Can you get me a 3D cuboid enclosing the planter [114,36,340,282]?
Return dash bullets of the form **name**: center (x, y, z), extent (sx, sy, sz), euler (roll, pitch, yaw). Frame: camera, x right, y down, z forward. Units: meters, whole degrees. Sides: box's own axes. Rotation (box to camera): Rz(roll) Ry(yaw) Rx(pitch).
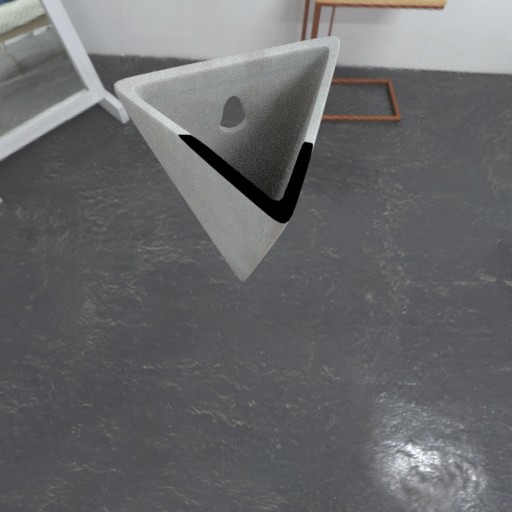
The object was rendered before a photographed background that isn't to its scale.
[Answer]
- **planter**: center (0.000, 0.000, 0.157), extent (0.058, 0.130, 0.047), euler (-16, 62, -8)
